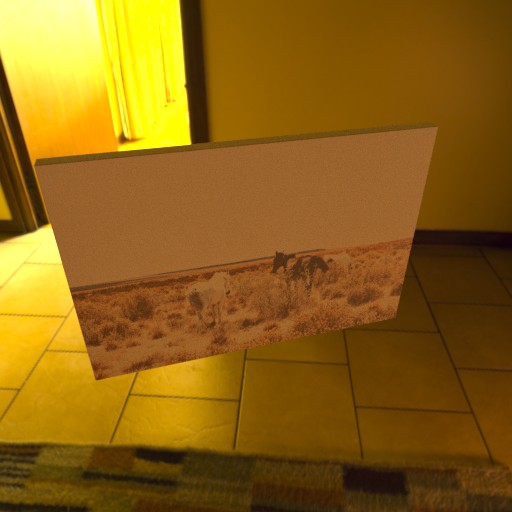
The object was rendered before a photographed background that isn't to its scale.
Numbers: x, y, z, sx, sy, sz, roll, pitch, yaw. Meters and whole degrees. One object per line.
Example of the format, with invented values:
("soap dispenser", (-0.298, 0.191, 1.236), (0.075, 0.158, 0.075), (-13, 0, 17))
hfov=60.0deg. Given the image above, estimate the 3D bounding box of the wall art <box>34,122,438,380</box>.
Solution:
("wall art", (0.000, 0.000, 1.437), (1.138, 0.761, 0.051), (-9, 34, -14))
